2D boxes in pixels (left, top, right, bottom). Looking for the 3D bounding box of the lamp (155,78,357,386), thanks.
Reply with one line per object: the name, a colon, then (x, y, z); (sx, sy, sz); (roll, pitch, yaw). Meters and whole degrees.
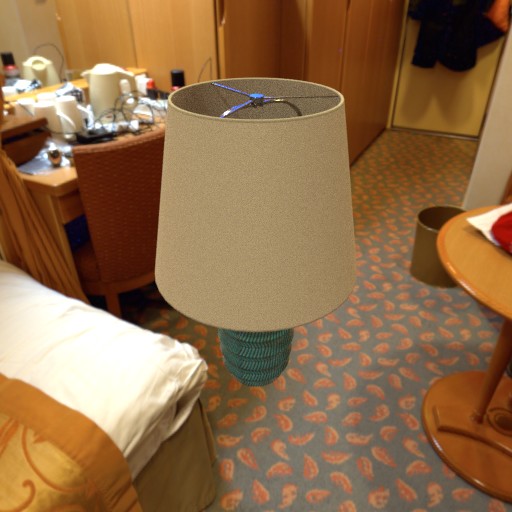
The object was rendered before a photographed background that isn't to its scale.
lamp: (0.000, 0.000, 0.561); (0.254, 0.392, 0.254); (0, 33, 0)
